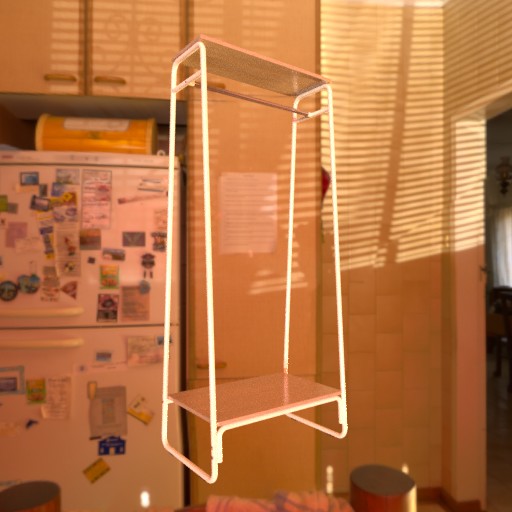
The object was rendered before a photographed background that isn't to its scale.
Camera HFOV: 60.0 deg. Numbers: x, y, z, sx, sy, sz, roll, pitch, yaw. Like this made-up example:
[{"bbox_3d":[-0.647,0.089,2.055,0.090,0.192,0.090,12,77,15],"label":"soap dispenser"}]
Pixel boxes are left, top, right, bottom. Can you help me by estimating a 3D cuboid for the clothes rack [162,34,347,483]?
[{"bbox_3d":[0.000,0.000,1.787,0.640,1.512,0.400,0,-1,-37],"label":"clothes rack"}]
